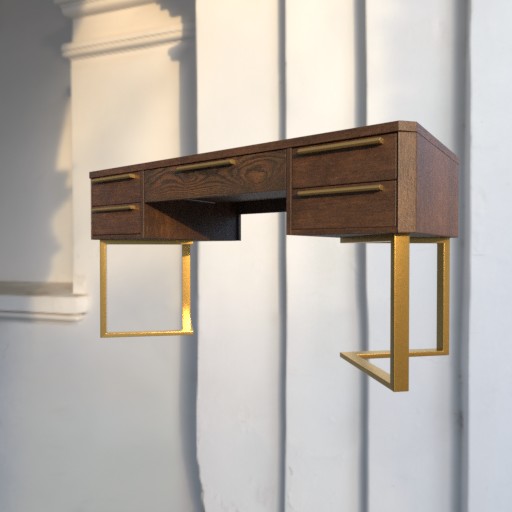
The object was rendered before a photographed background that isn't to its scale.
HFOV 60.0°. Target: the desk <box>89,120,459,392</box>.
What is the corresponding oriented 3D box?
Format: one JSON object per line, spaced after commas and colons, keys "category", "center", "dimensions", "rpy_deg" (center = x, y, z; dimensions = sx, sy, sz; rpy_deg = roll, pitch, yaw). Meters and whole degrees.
{"category": "desk", "center": [0.000, 0.000, 1.884], "dimensions": [1.479, 0.762, 0.684], "rpy_deg": [1, 1, 35]}
